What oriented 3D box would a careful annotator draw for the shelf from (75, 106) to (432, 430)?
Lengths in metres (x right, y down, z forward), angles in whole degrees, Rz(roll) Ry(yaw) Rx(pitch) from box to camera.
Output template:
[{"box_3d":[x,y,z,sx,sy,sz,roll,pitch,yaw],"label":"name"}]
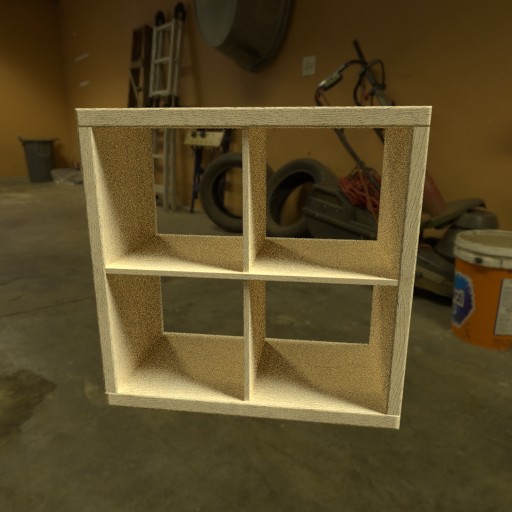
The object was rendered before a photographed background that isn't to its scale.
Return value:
[{"box_3d":[0.000,0.000,1.264,0.790,0.786,0.390,2,16,7],"label":"shelf"}]
